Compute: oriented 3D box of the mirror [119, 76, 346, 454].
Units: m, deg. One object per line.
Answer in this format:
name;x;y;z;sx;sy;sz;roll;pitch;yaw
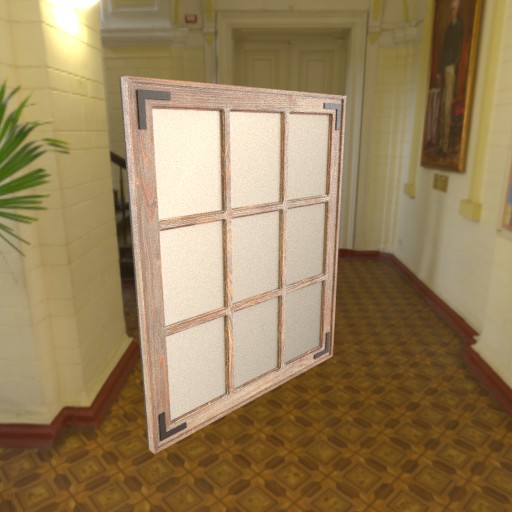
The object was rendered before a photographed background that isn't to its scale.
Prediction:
mirror;0.000;0.000;1.243;0.730;0.882;0.032;-14;21;-42
